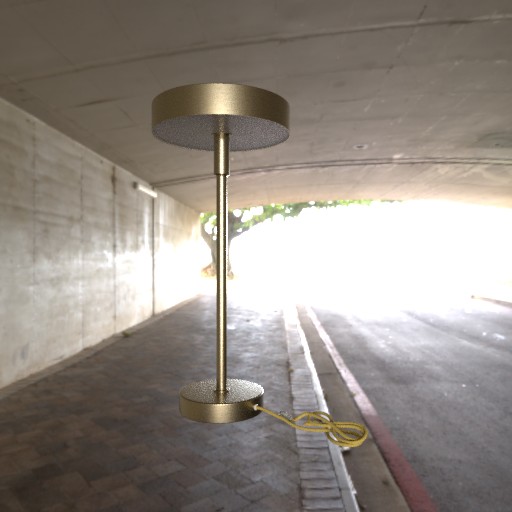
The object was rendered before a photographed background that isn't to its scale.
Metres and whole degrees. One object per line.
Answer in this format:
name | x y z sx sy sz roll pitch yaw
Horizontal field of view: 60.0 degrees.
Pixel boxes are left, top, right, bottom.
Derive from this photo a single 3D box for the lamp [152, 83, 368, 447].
lamp | 0.000 0.000 0.701 0.369 0.508 0.229 0 0 35
